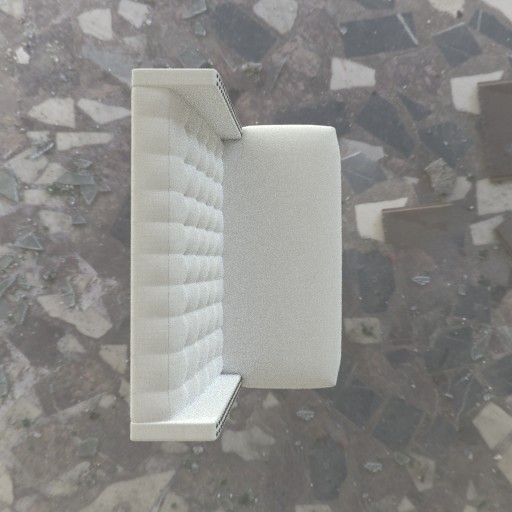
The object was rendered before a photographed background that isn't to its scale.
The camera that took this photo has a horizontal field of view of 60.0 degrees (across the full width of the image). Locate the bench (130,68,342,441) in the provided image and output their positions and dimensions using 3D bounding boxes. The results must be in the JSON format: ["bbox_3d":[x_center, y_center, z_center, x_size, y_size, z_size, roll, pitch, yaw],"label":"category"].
[{"bbox_3d":[0.000,0.000,2.040,0.847,1.123,1.280,0,89,0],"label":"bench"}]
